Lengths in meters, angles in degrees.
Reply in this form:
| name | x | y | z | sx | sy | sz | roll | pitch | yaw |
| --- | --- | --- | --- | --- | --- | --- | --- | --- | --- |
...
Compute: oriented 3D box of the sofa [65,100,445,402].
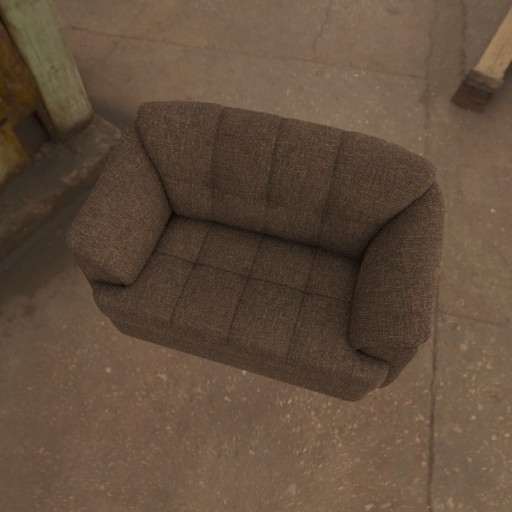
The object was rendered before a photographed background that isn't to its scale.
| name | x | y | z | sx | sy | sz | roll | pitch | yaw |
| --- | --- | --- | --- | --- | --- | --- | --- | --- | --- |
| sofa | 0.000 | 0.000 | 1.912 | 1.404 | 0.895 | 0.799 | 14 | 59 | 9 |
